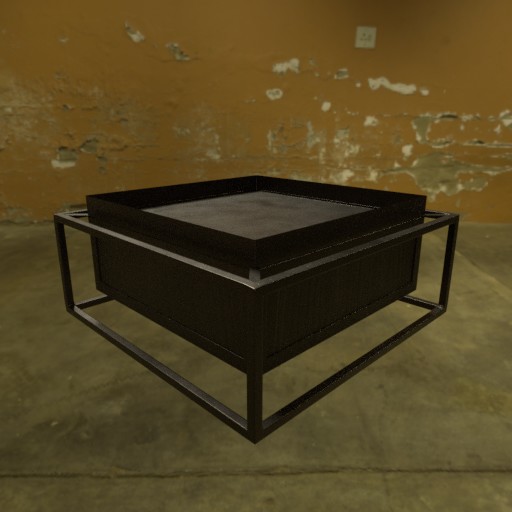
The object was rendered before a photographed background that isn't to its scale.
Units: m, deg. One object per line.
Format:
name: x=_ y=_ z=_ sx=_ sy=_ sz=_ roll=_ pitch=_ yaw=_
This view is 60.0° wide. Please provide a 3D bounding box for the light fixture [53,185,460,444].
light fixture: x=0.000 y=0.000 z=0.698 sx=0.441 sy=0.191 sz=0.441 roll=-16 pitch=23 yaw=-42
